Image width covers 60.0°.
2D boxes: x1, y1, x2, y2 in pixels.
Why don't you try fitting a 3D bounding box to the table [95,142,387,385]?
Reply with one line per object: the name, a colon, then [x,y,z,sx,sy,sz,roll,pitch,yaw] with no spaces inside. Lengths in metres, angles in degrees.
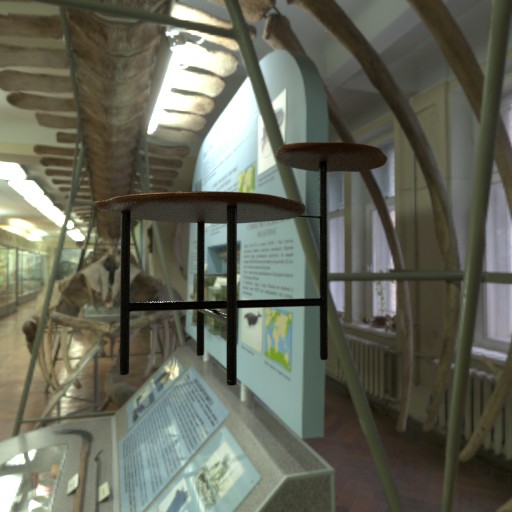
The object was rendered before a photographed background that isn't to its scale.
table: [0.000,0.000,1.105,0.759,0.538,0.442,1,-2,-18]
